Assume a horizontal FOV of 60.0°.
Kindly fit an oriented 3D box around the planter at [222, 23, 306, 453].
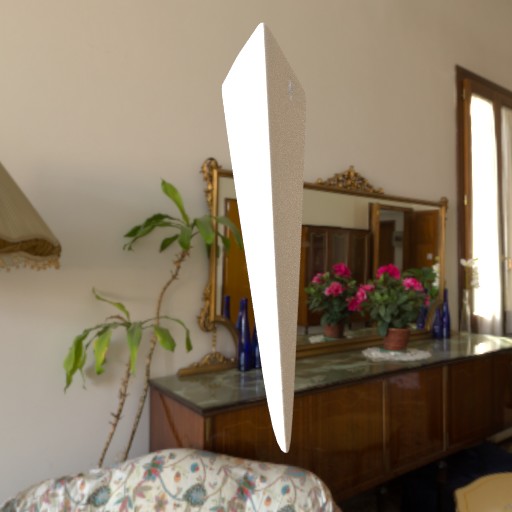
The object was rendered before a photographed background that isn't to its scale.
[{"bbox_3d":[0.000,0.000,0.395,0.065,0.338,0.143,-1,-2,19],"label":"planter"}]
